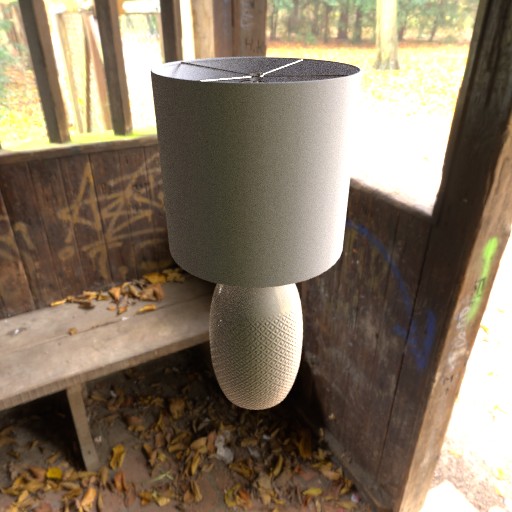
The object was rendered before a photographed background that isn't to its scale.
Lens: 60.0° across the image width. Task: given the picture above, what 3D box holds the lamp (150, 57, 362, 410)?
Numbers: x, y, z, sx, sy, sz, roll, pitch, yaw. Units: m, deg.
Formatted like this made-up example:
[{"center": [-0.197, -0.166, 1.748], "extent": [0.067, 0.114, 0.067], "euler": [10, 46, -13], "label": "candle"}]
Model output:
[{"center": [0.000, 0.000, 0.574], "extent": [0.217, 0.453, 0.217], "euler": [17, 34, 28], "label": "lamp"}]
